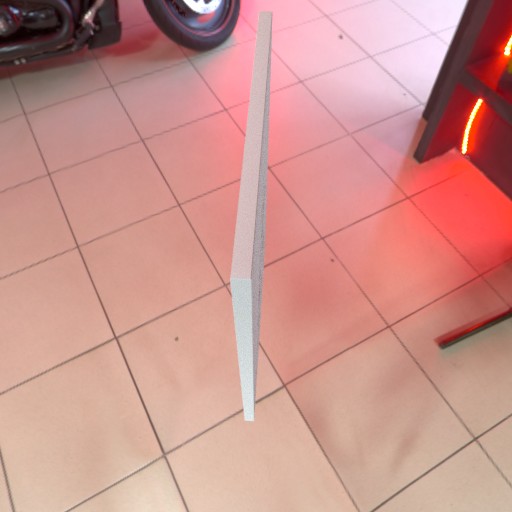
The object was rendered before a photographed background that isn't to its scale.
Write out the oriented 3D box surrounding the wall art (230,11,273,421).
[{"bbox_3d":[0.000,0.000,0.598,0.015,0.477,0.332,3,58,2],"label":"wall art"}]
